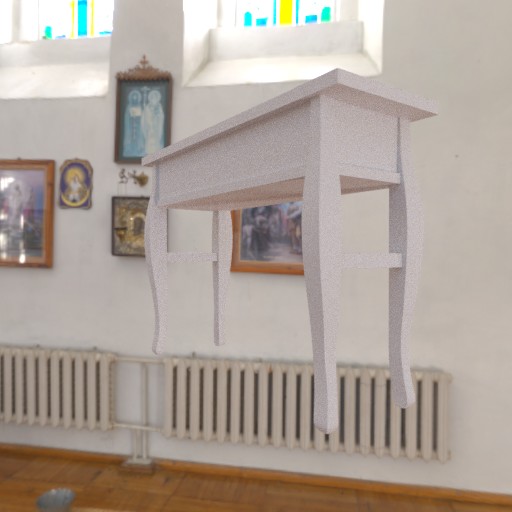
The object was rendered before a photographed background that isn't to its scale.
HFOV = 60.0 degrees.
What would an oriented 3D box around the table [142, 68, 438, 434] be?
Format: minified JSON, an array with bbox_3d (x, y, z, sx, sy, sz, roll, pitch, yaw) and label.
[{"bbox_3d":[0.000,0.000,1.432,0.373,0.768,1.062,0,1,-36],"label":"table"}]
